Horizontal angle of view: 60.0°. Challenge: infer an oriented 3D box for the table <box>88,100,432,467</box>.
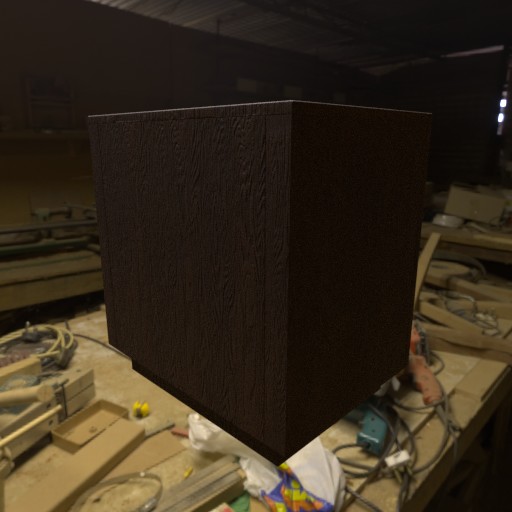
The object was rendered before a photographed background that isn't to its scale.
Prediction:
[{"bbox_3d":[0.000,0.000,0.964,0.560,0.585,0.439,14,20,43],"label":"table"}]
